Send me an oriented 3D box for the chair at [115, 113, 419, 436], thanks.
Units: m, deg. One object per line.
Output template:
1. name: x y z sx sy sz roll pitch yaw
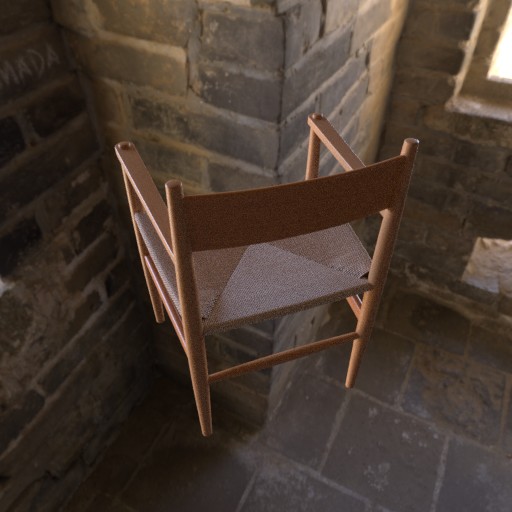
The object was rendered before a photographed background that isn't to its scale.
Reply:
1. chair: 0.000 0.000 1.128 0.556 0.762 0.495 -13 42 -15
